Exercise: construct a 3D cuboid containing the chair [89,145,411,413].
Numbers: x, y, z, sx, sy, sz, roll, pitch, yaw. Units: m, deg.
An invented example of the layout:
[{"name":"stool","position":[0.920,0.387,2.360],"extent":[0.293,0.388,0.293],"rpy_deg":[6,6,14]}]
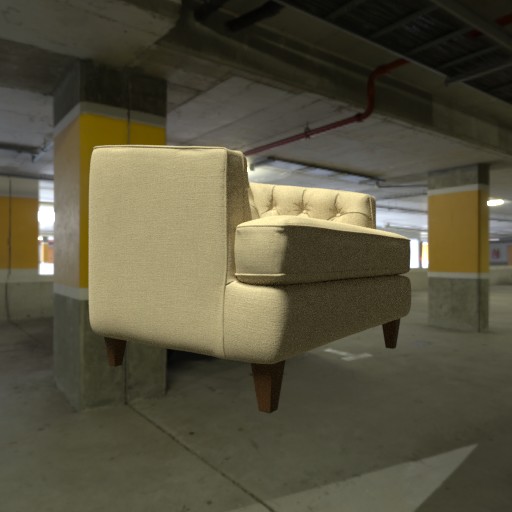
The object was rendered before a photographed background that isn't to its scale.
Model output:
[{"name":"chair","position":[0.000,0.000,1.728],"extent":[0.914,0.787,1.118],"rpy_deg":[0,0,35]}]
